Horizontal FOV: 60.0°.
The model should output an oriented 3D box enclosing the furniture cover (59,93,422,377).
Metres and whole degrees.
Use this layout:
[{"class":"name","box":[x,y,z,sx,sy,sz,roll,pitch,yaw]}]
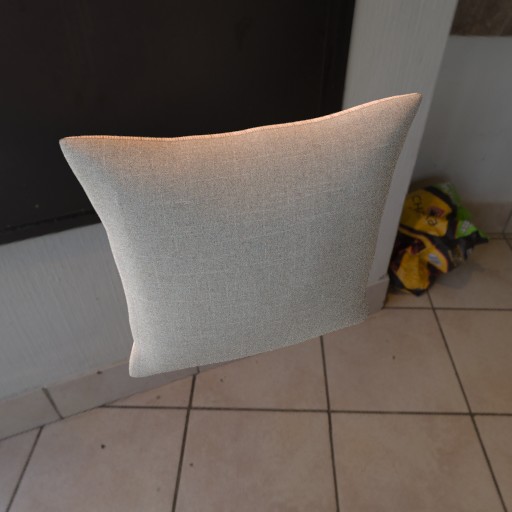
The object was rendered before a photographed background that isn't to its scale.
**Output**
[{"class":"furniture cover","box":[0.000,0.000,0.757,0.512,0.506,0.178,-11,42,-13]}]
